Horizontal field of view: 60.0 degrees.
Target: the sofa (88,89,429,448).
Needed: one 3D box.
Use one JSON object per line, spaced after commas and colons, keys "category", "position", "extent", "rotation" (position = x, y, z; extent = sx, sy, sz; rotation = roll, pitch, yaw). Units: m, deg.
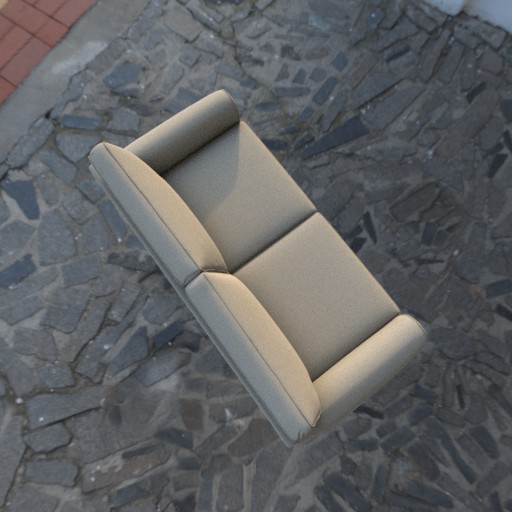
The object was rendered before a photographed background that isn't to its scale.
{"category": "sofa", "position": [0.000, 0.000, 2.533], "extent": [0.940, 0.952, 1.930], "rotation": [-36, 79, -8]}
